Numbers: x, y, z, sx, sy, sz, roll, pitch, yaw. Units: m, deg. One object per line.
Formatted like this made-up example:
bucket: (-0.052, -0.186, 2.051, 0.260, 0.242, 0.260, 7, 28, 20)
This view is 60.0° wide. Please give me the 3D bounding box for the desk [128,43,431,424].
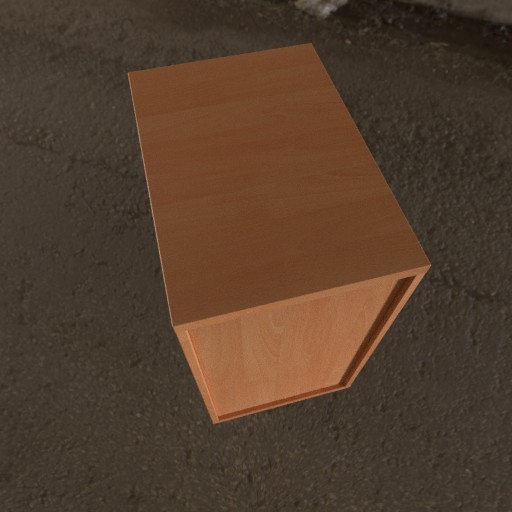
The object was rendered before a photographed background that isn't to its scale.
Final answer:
desk: (0.000, 0.000, 1.121, 0.404, 0.730, 0.600, -13, 59, -8)
